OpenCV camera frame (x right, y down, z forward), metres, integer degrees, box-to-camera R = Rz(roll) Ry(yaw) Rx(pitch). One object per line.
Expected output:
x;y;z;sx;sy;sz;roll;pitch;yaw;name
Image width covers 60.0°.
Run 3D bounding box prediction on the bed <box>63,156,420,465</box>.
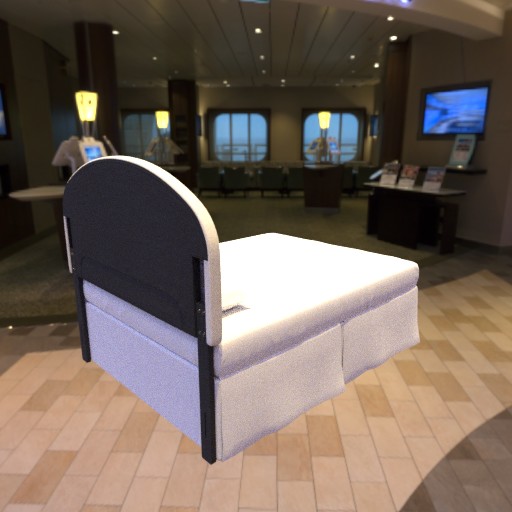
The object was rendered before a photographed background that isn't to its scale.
0.000;0.000;3.083;2.005;1.410;1.607;-14;20;-42;bed
